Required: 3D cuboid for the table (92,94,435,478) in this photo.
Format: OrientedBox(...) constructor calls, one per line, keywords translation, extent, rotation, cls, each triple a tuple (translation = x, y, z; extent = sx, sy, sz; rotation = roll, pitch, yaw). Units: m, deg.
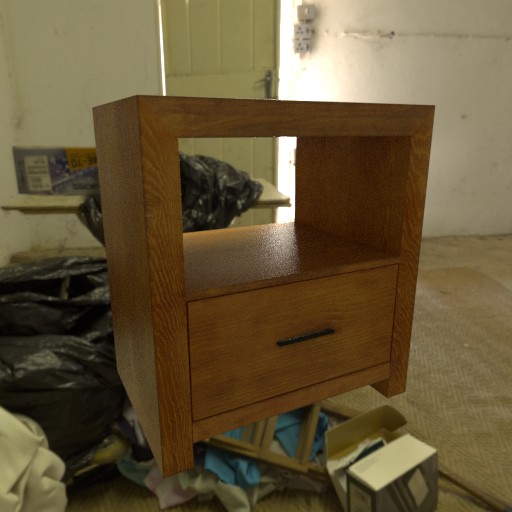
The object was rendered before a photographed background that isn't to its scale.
OrientedBox(translation=(0.000, 0.000, 0.944), extent=(0.550, 0.605, 0.400), rotation=(-8, 18, -26), cls="table")
